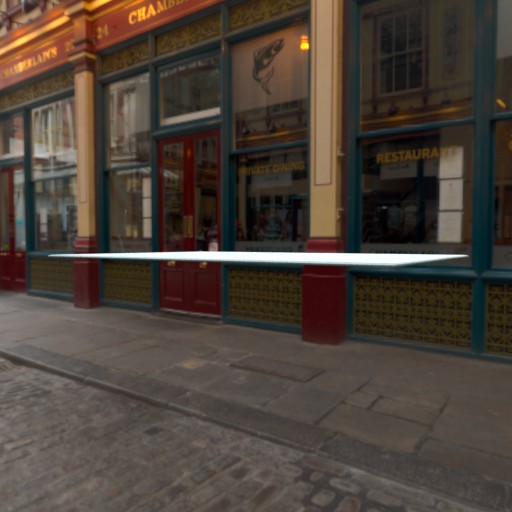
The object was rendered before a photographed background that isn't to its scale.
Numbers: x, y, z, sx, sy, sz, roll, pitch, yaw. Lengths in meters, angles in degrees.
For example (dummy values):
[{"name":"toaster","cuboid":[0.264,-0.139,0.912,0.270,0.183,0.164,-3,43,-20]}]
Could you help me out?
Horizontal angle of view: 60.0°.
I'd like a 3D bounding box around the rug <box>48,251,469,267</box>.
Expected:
[{"name":"rug","cuboid":[0.000,0.000,2.323,1.840,0.012,1.219,1,2,35]}]
